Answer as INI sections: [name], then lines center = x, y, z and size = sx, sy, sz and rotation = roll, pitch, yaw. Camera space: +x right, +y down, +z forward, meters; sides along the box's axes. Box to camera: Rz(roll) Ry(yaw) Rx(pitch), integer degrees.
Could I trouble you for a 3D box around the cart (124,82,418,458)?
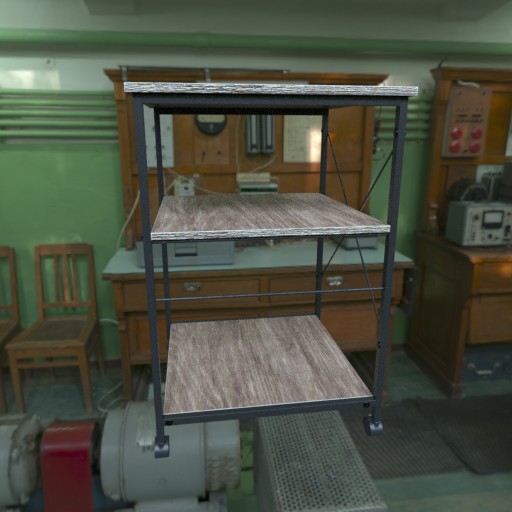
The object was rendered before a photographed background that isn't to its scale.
[cart]
center = 0.000, 0.000, 1.120
size = 0.520, 0.762, 0.521
rotation = -2, 16, -8
